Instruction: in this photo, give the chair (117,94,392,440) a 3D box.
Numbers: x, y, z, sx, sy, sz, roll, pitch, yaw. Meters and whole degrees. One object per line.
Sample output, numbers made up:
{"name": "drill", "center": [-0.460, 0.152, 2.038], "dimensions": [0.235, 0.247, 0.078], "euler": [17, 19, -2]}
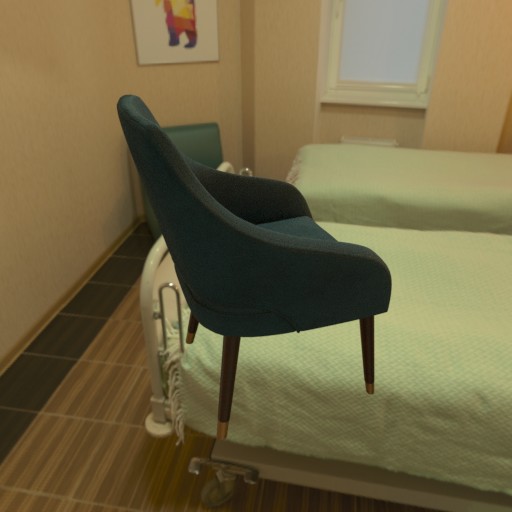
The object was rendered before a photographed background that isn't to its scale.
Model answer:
{"name": "chair", "center": [0.000, 0.000, 1.572], "dimensions": [0.794, 1.081, 0.683], "euler": [-10, 31, -17]}
